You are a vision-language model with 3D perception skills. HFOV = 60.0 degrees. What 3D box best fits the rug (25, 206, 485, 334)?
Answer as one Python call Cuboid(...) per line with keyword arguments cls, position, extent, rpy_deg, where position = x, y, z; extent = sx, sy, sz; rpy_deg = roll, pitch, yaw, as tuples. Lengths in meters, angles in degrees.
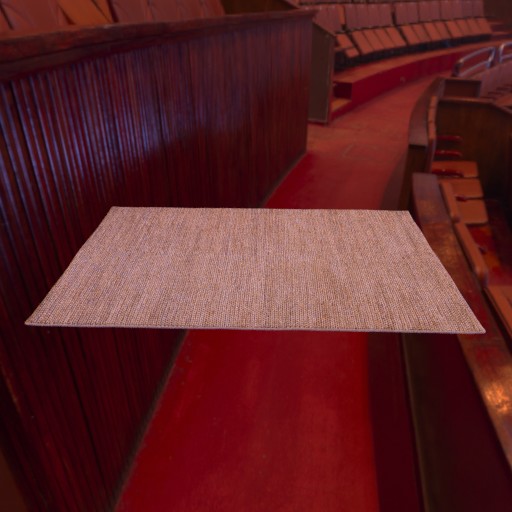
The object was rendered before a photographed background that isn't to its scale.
Cuboid(cls="rug", position=(0.000, 0.000, 2.991), extent=(2.438, 0.034, 1.521), rpy_deg=(1, 30, 1))
